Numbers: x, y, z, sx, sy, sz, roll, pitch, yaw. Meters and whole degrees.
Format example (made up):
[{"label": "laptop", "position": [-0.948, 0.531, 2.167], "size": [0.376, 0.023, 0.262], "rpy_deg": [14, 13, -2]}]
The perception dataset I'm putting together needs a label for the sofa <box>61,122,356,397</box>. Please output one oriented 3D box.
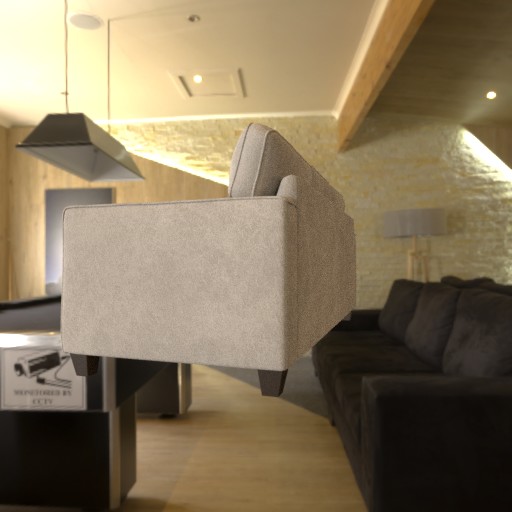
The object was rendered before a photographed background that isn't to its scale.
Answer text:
[{"label": "sofa", "position": [0.000, 0.000, 2.580], "size": [0.939, 0.965, 2.133], "rpy_deg": [0, -1, 19]}]
